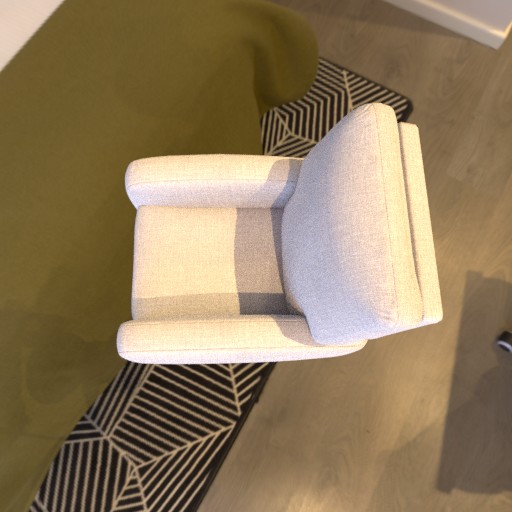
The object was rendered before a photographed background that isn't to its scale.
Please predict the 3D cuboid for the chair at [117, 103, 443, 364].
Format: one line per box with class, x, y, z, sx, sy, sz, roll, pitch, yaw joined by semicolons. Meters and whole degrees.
chair;0.000;0.000;1.642;0.990;0.990;0.762;-2;75;0
